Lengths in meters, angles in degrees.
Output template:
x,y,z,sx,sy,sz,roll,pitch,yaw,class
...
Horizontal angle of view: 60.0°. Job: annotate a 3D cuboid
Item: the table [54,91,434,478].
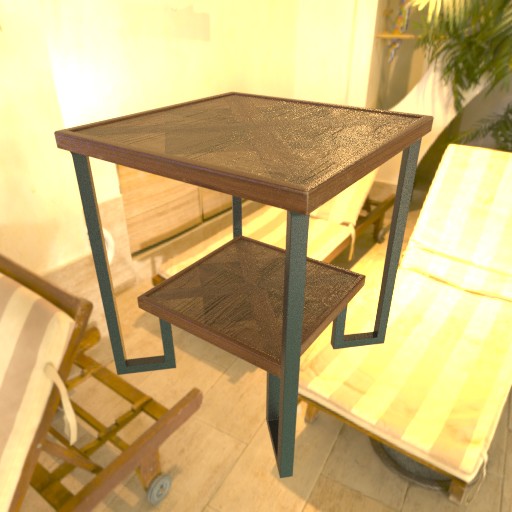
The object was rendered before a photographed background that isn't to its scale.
x,y,z,sx,sy,sz,roll,pitch,yaw,class
0.000,0.000,0.956,0.503,0.563,0.503,19,35,30,table
